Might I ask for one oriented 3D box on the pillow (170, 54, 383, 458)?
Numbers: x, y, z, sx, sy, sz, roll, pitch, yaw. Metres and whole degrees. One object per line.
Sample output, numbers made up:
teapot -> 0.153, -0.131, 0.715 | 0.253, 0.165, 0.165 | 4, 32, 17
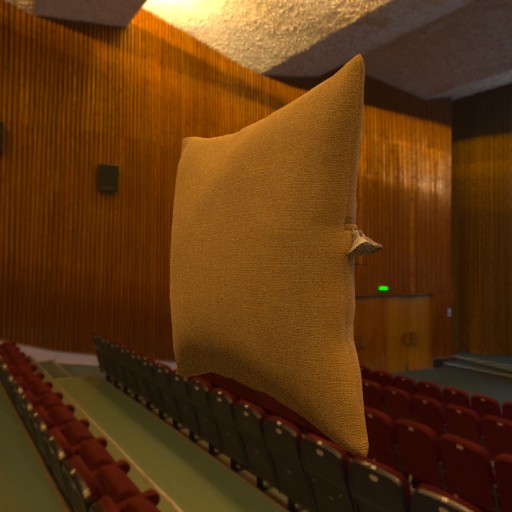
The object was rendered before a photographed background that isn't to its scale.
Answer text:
pillow -> 0.000, 0.000, 0.725 | 0.167, 0.481, 0.485 | 1, -1, -36
